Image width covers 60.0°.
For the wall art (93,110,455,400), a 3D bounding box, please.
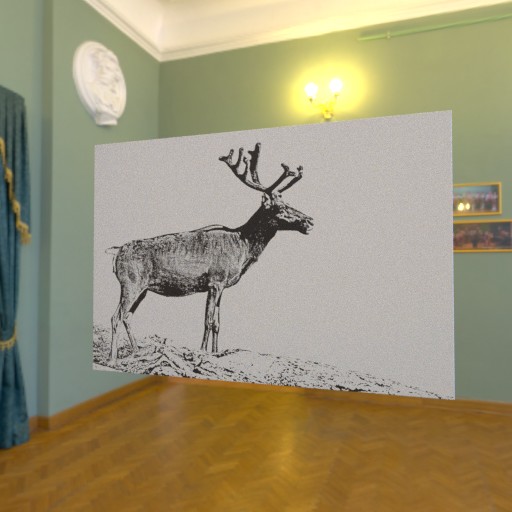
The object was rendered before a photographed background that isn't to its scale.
[{"bbox_3d":[0.000,0.000,0.471,0.381,0.259,0.038,0,-1,18],"label":"wall art"}]
